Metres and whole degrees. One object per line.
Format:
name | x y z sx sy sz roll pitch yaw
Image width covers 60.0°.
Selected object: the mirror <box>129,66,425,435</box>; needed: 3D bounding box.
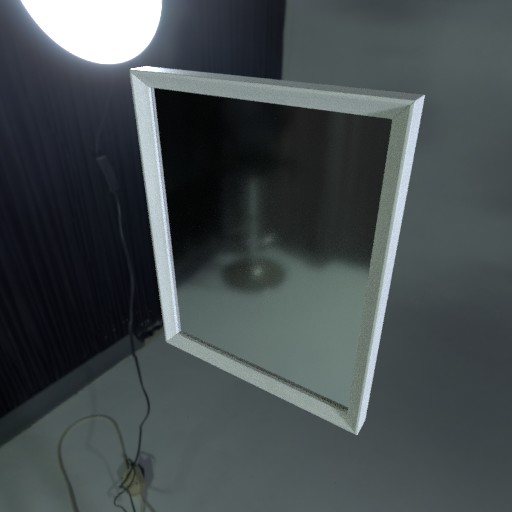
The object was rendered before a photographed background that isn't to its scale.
mirror | 0.000 0.000 0.680 0.406 0.509 0.041 18 35 28
